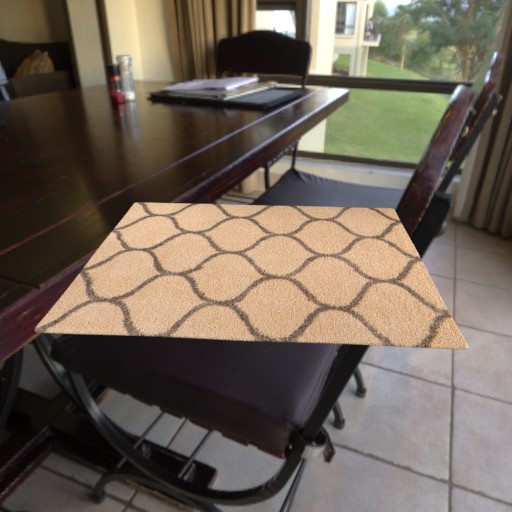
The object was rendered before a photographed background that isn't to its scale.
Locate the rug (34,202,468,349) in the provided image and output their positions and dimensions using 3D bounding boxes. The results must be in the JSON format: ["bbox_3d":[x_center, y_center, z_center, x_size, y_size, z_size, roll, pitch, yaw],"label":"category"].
[{"bbox_3d":[0.000,0.000,4.080,3.000,0.026,2.399,2,29,3],"label":"rug"}]
